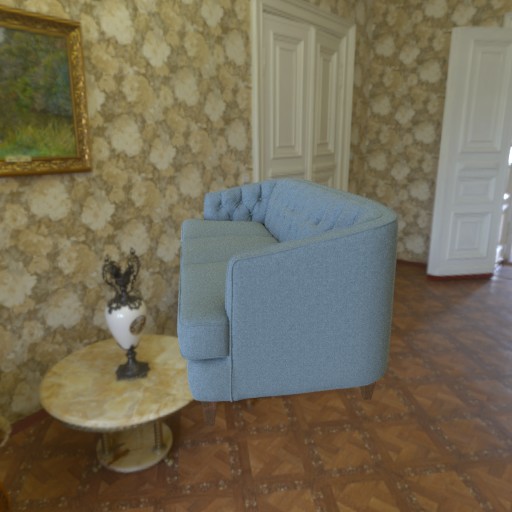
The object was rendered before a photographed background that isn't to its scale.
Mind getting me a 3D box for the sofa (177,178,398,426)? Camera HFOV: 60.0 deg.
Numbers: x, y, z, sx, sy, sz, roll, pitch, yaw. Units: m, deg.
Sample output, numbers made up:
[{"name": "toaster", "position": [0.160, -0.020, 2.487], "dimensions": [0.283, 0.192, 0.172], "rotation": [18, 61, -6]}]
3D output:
[{"name": "sofa", "position": [0.000, 0.000, 2.764], "dimensions": [0.941, 0.855, 2.278], "rotation": [-2, 14, -8]}]
